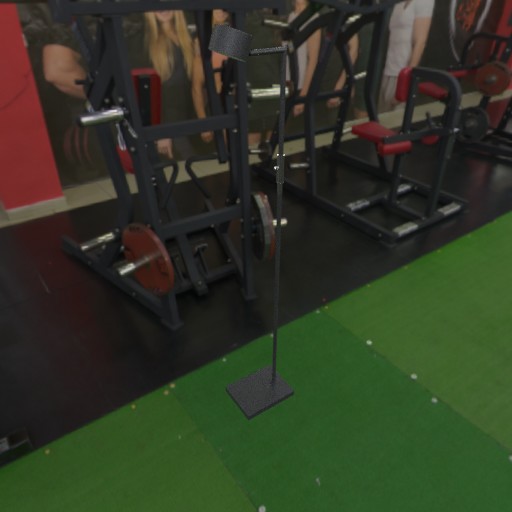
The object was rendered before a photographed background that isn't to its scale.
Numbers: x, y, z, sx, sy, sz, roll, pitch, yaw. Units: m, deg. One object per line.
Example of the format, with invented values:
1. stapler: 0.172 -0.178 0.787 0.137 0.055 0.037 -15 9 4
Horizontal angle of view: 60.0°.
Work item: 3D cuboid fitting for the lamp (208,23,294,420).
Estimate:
1. lamp: 0.000 0.000 1.705 0.304 1.600 0.203 -20 38 -28
